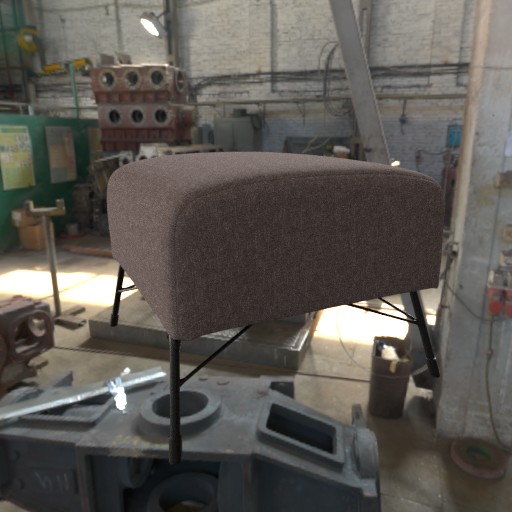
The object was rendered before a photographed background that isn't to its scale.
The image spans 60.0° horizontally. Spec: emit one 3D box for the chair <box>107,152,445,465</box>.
[{"bbox_3d":[0.000,0.000,0.904,0.530,0.410,0.530,-8,17,-26],"label":"chair"}]
